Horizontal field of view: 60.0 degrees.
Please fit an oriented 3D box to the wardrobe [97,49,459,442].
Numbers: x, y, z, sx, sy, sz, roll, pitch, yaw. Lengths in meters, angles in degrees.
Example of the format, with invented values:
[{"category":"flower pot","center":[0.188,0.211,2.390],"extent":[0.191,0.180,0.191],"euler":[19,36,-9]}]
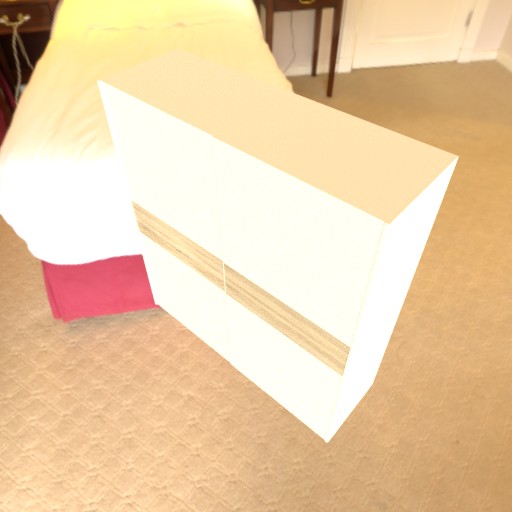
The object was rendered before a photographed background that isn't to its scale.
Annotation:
[{"category":"wardrobe","center":[0.000,0.000,2.922],"extent":[1.830,2.020,0.600],"euler":[32,54,28]}]
